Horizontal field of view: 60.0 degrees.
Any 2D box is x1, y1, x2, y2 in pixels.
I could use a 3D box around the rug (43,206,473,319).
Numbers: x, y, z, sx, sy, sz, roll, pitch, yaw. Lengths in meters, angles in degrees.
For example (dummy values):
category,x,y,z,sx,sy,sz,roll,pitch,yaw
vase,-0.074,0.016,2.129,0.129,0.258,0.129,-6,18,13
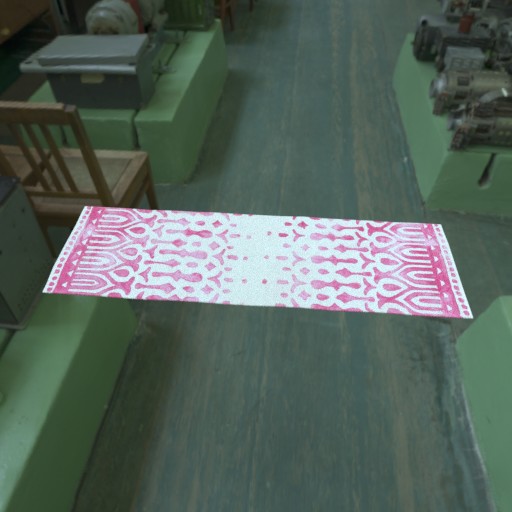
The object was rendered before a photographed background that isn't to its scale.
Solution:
category,x,y,z,sx,sy,sz,roll,pitch,yaw
rug,0.000,0.000,2.768,2.458,0.011,0.787,3,46,3
